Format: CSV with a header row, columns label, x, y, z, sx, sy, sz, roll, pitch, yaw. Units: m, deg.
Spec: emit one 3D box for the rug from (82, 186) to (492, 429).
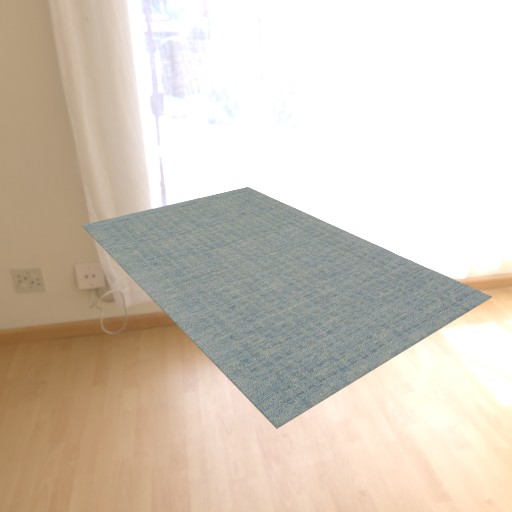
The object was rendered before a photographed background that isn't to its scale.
label,x,y,z,sx,sy,sz,roll,pitch,yaw
rug,0.000,0.000,2.165,1.142,0.006,1.752,-19,33,-32
